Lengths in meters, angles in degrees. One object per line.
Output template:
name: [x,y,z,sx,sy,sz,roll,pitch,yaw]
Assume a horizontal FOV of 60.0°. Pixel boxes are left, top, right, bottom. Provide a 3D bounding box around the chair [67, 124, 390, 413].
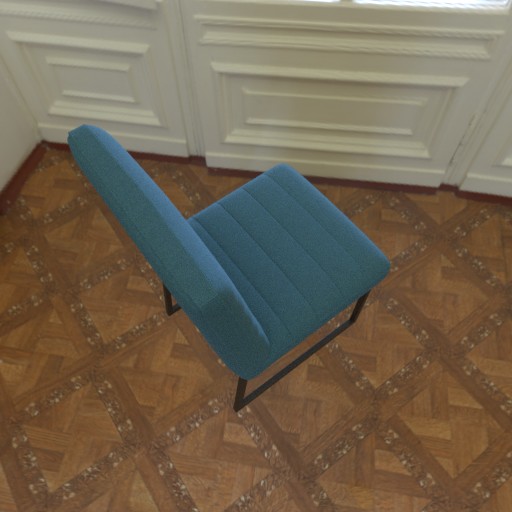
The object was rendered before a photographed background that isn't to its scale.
chair: [0.000,0.000,1.286,0.634,0.930,0.520,-33,64,-18]
